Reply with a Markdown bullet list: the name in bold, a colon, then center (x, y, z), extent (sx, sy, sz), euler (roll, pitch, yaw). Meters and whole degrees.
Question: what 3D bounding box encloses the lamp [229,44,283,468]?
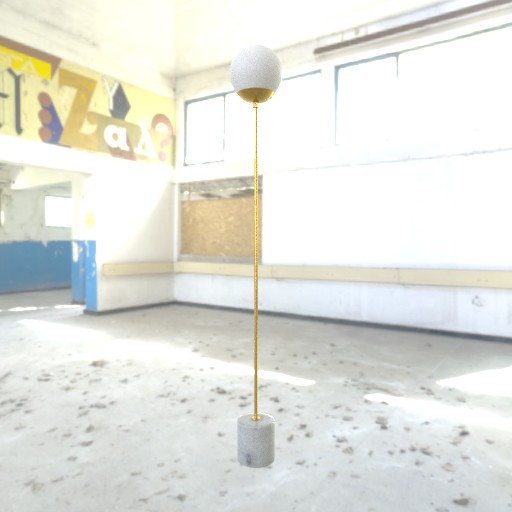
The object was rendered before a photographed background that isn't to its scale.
- **lamp**: center (0.000, 0.000, 1.884), extent (0.224, 1.753, 0.224), euler (1, 2, 35)
